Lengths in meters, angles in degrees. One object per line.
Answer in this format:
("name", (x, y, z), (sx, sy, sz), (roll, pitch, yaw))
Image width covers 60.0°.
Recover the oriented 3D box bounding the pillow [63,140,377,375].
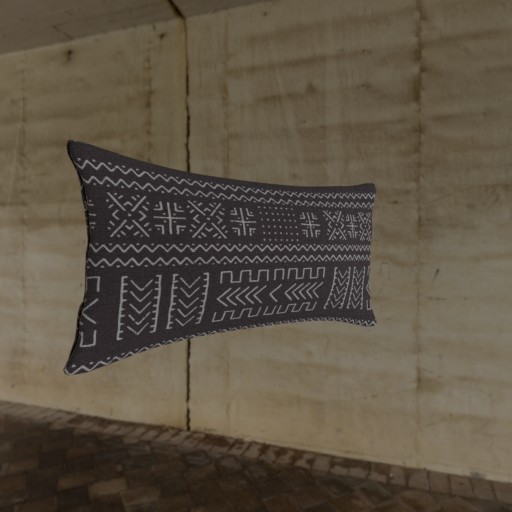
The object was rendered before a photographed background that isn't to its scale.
("pillow", (0.000, 0.000, 0.803), (0.667, 0.322, 0.135), (-1, 1, -37))
